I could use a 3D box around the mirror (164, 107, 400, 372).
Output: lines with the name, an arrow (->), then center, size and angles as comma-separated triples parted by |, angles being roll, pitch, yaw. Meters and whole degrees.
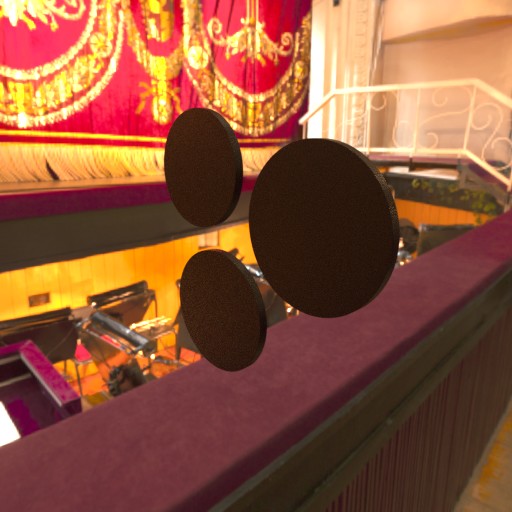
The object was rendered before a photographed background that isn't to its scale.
mirror -> 0.000, 0.000, 3.209 | 0.076, 2.096, 2.160 | -14, 20, -43
